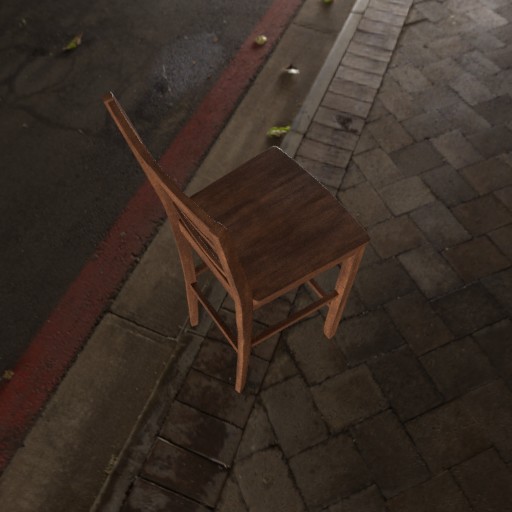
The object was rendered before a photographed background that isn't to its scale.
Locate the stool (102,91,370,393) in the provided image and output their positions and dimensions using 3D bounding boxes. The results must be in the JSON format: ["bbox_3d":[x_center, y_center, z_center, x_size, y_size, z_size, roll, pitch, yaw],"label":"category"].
[{"bbox_3d":[0.000,0.000,1.342,0.487,1.105,0.433,-31,63,-18],"label":"stool"}]
